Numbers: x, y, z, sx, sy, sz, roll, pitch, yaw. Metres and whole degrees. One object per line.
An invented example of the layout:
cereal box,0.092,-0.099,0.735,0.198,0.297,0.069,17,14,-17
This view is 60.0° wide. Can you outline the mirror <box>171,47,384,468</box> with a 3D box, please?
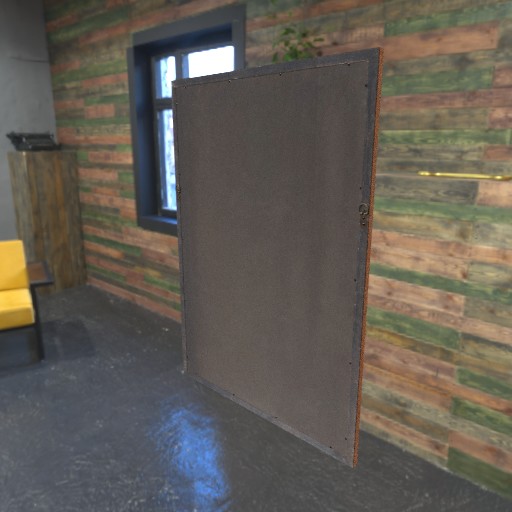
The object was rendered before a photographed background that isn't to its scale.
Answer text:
mirror,0.000,0.000,1.256,0.705,0.996,0.025,13,19,42
